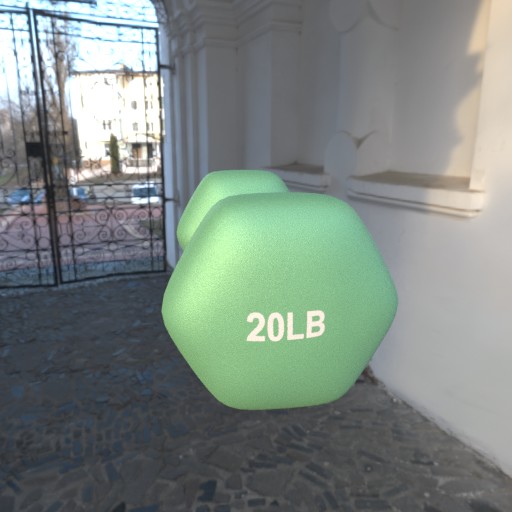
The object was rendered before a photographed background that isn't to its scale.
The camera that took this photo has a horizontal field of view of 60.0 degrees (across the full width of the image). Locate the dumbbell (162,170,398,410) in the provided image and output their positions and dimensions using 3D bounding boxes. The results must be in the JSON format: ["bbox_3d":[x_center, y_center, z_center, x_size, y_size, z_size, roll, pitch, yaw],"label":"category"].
[{"bbox_3d":[0.000,0.000,0.339,0.129,0.117,0.260,-2,15,-7],"label":"dumbbell"}]
